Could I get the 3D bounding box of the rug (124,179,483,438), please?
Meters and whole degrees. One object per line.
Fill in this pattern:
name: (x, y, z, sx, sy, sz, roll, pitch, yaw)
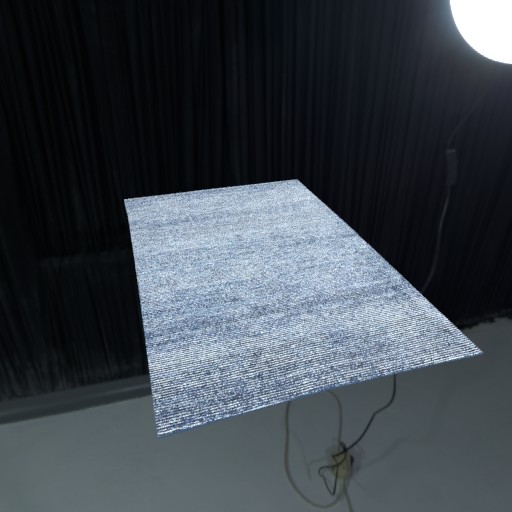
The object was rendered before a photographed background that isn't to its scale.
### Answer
rug: (0.000, 0.000, 2.169, 1.159, 0.025, 1.793, -9, 32, -15)
